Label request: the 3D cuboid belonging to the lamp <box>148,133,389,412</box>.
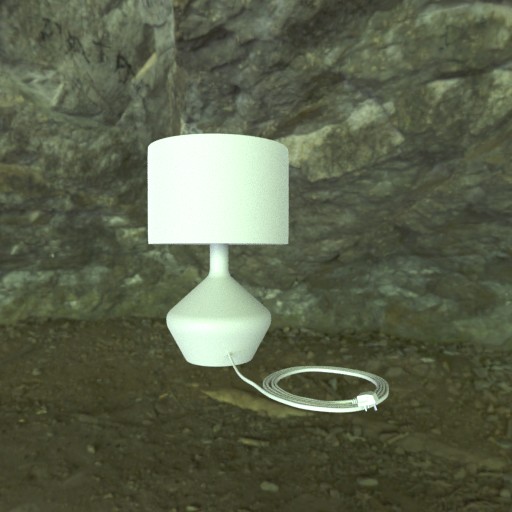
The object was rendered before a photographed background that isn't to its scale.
[{"bbox_3d":[0.000,0.000,0.878,0.401,0.457,0.546,0,1,-17],"label":"lamp"}]
